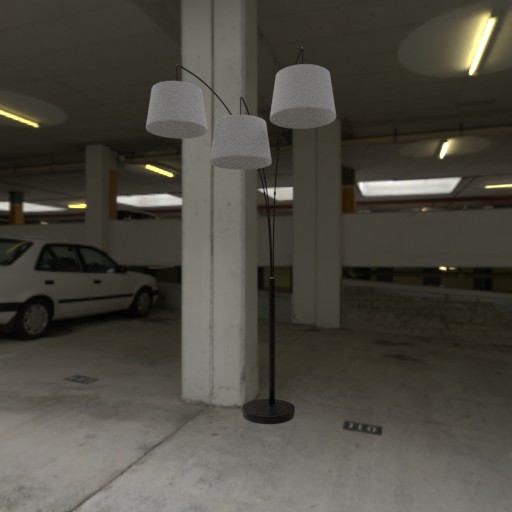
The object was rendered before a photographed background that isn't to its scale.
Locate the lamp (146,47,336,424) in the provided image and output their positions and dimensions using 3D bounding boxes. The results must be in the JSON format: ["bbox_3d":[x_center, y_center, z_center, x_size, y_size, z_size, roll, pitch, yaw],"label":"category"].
[{"bbox_3d":[0.000,0.000,2.442,0.951,1.950,0.924,0,0,18],"label":"lamp"}]
